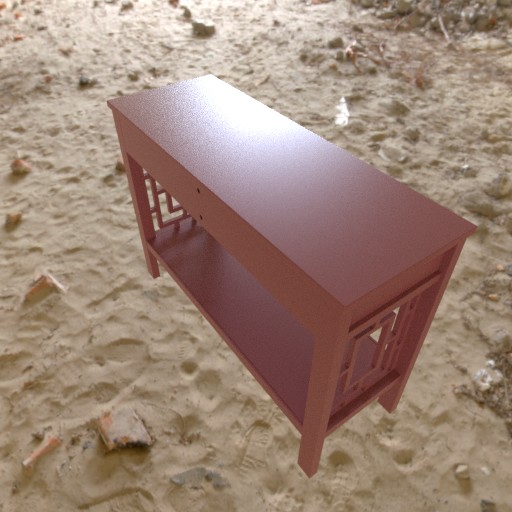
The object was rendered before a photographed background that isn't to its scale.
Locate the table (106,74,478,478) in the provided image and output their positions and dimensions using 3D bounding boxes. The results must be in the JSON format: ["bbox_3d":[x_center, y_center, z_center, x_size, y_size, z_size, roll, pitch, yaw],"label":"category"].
[{"bbox_3d":[0.000,0.000,1.418,0.397,0.753,1.068,-26,48,-26],"label":"table"}]
